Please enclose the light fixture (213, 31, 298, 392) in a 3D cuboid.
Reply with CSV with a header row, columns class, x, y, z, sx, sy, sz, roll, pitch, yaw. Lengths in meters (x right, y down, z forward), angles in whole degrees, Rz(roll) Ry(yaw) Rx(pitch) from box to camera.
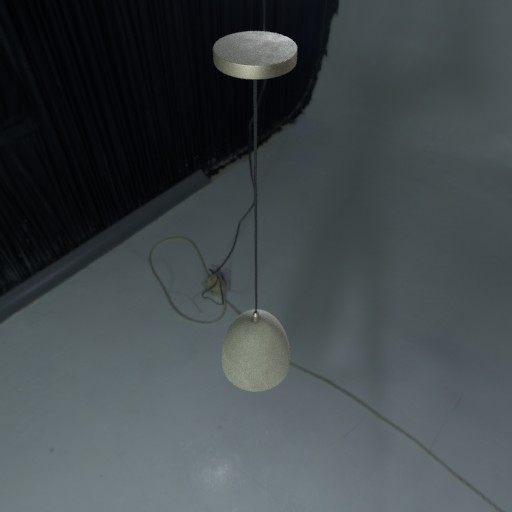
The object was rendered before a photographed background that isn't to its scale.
class,x,y,z,sx,sy,sz,roll,pitch,yaw
light fixture,0.000,0.000,0.828,0.170,0.759,0.170,30,54,25
